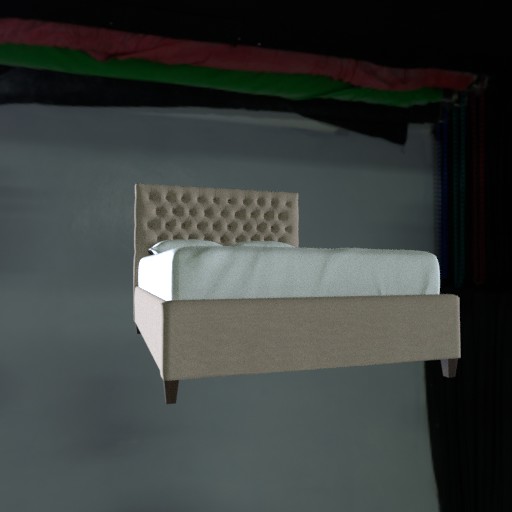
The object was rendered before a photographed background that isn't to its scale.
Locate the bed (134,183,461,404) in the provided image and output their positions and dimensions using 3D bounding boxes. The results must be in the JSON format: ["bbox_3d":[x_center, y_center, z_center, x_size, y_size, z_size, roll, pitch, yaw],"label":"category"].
[{"bbox_3d":[0.000,0.000,3.392,1.698,1.427,2.387,1,-2,-18],"label":"bed"}]
